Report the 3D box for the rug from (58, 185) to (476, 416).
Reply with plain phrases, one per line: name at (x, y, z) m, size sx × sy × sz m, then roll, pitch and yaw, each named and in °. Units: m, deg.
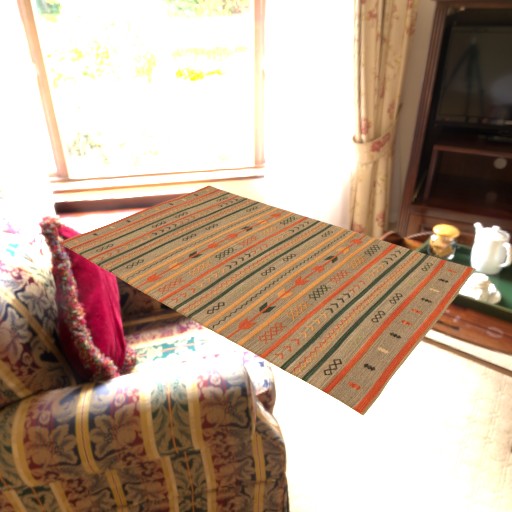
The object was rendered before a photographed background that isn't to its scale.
rug at (0.000, 0.000, 3.037) m, size 2.439 × 0.029 × 1.537 m, roll 22°, pitch 36°, yaw 34°
